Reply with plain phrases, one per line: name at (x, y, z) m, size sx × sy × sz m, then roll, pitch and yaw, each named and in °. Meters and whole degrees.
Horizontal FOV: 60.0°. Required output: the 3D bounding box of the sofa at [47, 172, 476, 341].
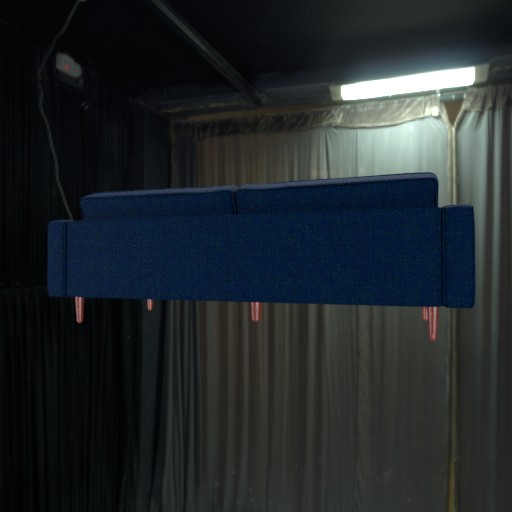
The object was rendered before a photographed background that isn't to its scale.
sofa at (0.000, 0.000, 2.590) m, size 2.210 × 0.762 × 0.914 m, roll 0°, pitch -1°, yaw 19°
